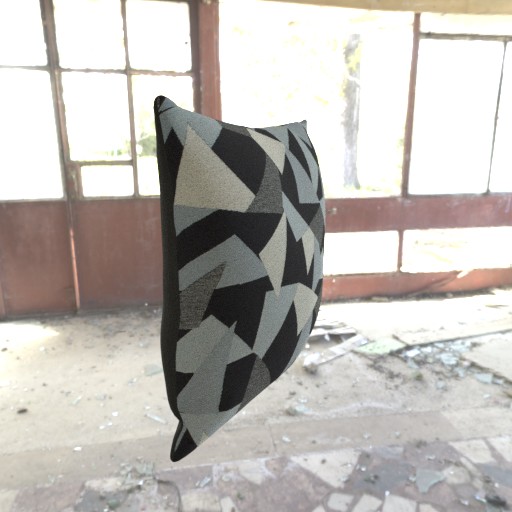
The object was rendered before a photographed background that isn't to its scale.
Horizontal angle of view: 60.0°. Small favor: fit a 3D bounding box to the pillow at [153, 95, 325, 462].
[{"bbox_3d":[0.000,0.000,0.780,0.208,0.496,0.503,7,16,26],"label":"pillow"}]
